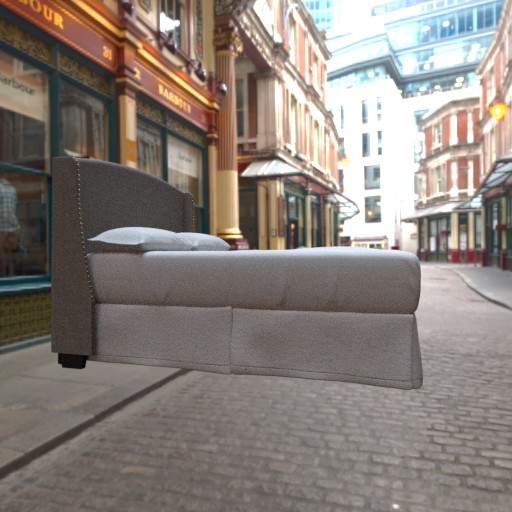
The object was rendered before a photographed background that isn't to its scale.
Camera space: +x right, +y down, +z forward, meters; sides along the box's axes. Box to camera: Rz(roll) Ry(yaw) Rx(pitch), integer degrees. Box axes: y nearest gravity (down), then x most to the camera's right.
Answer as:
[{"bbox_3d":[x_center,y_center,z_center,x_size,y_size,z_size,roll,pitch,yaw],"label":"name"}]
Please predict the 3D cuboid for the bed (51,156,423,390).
[{"bbox_3d":[0.000,0.000,3.295,2.237,1.407,1.710,0,0,17],"label":"bed"}]
